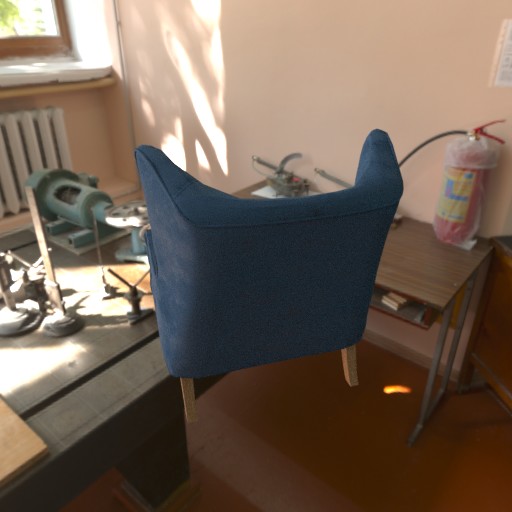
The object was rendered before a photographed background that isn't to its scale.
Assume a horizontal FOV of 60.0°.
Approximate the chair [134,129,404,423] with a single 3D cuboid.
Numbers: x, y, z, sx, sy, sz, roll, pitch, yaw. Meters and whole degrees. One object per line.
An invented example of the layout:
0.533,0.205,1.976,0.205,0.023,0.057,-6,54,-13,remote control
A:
0.000,0.000,1.668,0.793,0.952,0.910,-8,29,-15,chair
